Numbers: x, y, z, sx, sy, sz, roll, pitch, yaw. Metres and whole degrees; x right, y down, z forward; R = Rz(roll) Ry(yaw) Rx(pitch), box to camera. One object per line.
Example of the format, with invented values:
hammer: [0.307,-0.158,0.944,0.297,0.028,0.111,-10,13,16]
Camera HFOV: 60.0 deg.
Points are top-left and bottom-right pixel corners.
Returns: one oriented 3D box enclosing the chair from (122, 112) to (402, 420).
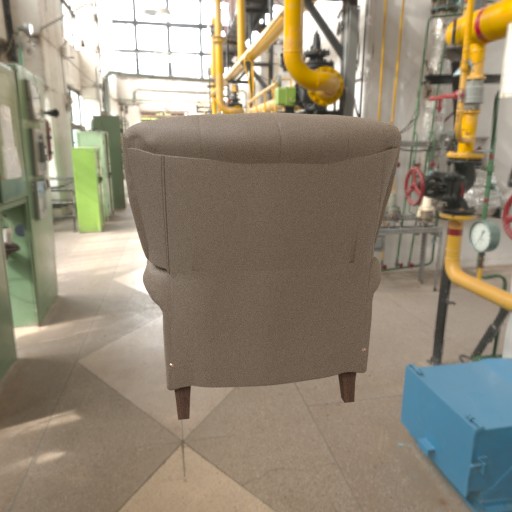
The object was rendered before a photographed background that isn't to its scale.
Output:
chair: [0.000,0.000,1.931,0.999,1.138,1.041,-2,14,-9]
